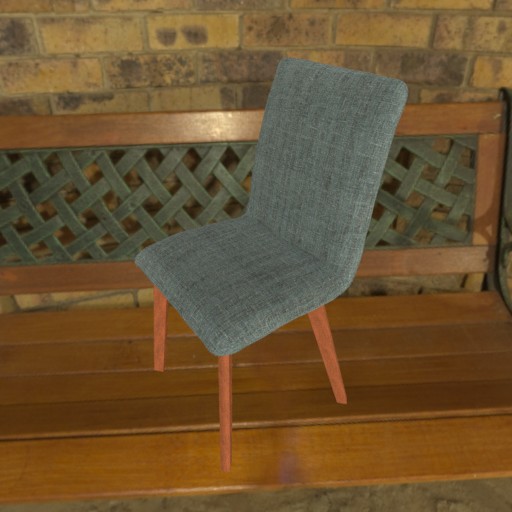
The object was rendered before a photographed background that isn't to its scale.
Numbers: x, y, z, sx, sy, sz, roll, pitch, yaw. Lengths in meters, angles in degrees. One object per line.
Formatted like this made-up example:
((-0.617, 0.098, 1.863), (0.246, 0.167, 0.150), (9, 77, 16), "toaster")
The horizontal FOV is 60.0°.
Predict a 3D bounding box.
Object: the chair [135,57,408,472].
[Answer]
((0.000, 0.000, 1.267), (0.563, 0.974, 0.522), (-20, 36, -29), "chair")
